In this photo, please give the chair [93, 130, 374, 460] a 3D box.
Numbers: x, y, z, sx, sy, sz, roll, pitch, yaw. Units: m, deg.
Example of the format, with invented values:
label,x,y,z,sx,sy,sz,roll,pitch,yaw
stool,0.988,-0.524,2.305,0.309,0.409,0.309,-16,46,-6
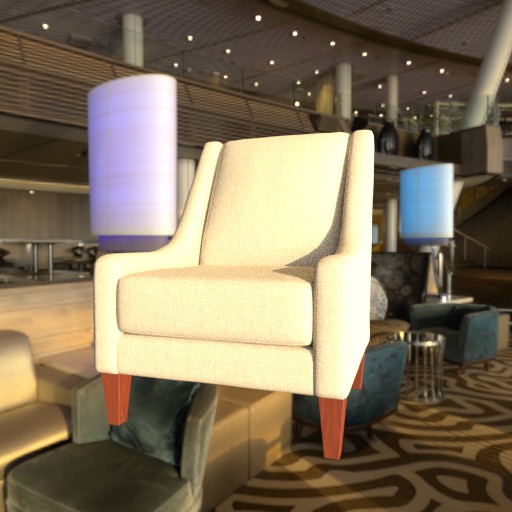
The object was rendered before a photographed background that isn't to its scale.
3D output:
label,x,y,z,sx,sy,sz,roll,pitch,yaw
chair,0.000,0.000,1.583,0.774,1.014,0.870,1,2,19
